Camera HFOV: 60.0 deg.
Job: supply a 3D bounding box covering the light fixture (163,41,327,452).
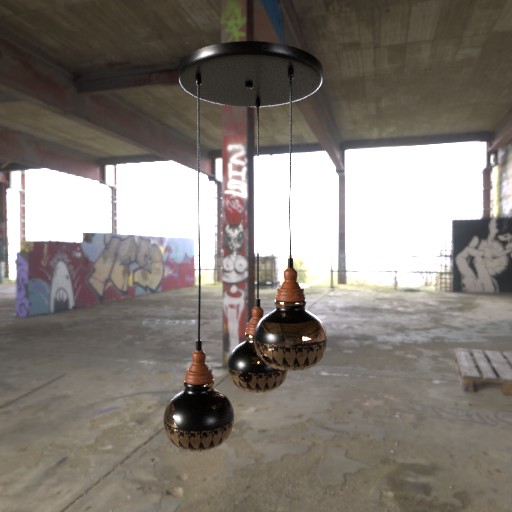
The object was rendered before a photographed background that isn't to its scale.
[{"bbox_3d":[0.000,0.000,1.721,0.605,1.410,0.608,1,1,36],"label":"light fixture"}]
